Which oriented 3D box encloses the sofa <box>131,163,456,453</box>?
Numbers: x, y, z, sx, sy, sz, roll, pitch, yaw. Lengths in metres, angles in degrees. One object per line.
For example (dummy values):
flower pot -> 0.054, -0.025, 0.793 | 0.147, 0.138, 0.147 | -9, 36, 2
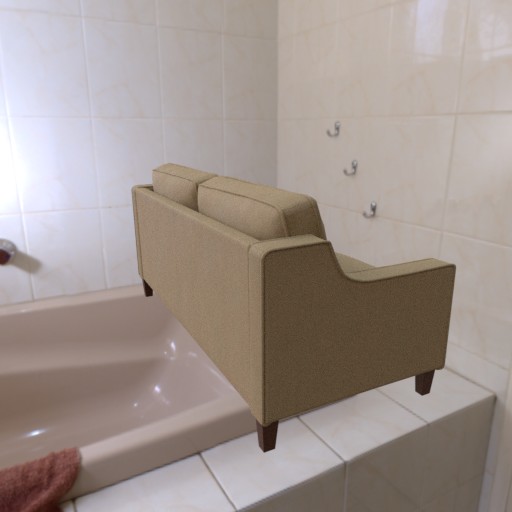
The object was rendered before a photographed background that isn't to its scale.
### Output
sofa -> 0.000, 0.000, 2.832 | 1.066, 1.071, 2.178 | -8, 18, -26
